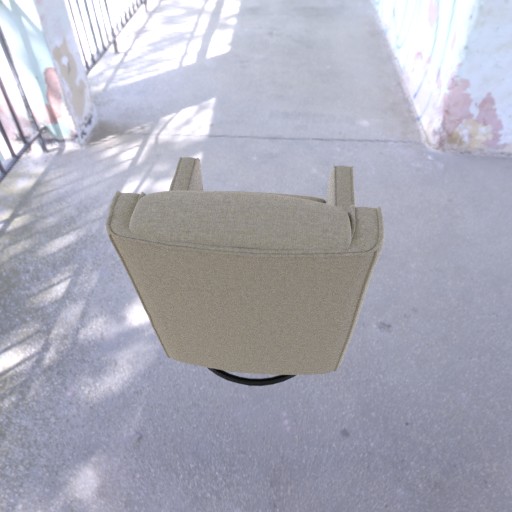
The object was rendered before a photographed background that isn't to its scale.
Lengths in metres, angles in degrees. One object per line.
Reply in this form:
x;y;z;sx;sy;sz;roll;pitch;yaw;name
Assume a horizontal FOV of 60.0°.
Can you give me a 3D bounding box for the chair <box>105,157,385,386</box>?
0.000;0.000;1.643;0.732;0.993;0.879;4;46;4;chair
